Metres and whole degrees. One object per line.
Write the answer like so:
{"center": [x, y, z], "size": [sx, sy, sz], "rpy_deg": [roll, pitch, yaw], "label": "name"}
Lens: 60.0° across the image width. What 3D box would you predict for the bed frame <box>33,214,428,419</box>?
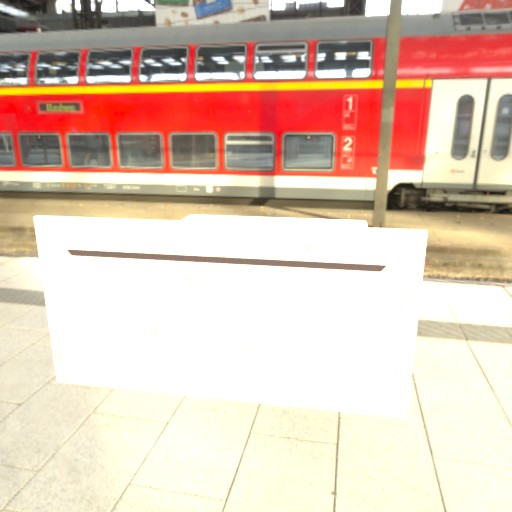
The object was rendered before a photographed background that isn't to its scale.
{"center": [0.000, 0.000, 3.079], "size": [1.800, 0.900, 2.080], "rpy_deg": [3, 16, 10], "label": "bed frame"}
